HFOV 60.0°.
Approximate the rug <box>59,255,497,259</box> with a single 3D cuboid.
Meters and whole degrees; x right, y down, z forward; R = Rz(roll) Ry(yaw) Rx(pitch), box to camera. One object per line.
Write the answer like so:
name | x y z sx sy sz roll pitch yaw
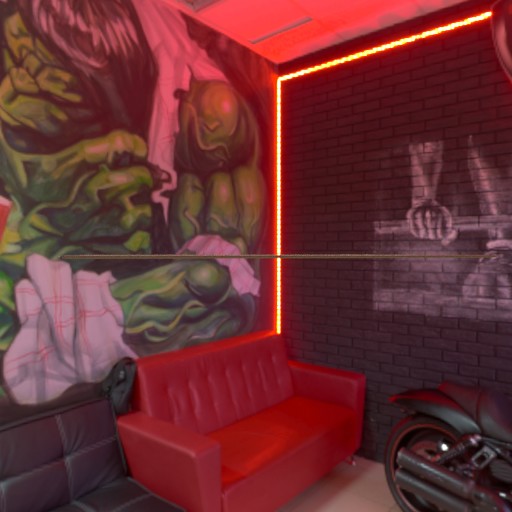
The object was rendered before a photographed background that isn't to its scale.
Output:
rug | 0.000 0.000 3.989 3.041 0.020 2.413 0 0 -18
